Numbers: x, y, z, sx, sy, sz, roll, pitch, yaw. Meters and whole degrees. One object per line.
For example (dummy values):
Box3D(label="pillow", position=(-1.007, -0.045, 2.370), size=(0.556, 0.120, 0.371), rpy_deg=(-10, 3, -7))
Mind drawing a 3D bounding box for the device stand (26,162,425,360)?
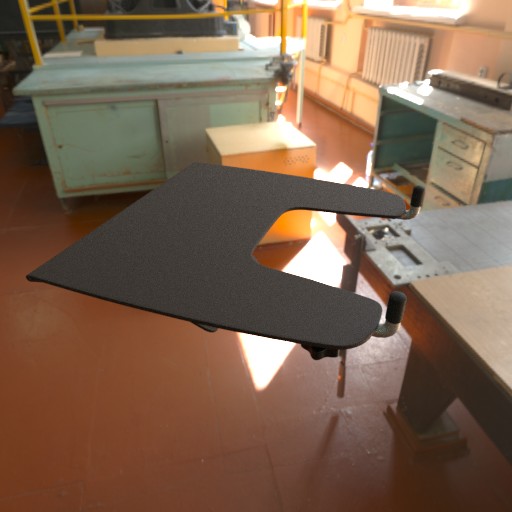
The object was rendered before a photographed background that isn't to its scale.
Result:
Box3D(label="device stand", position=(0.000, 0.000, 0.352), size=(0.230, 0.092, 0.230), rpy_deg=(12, 33, 18))
